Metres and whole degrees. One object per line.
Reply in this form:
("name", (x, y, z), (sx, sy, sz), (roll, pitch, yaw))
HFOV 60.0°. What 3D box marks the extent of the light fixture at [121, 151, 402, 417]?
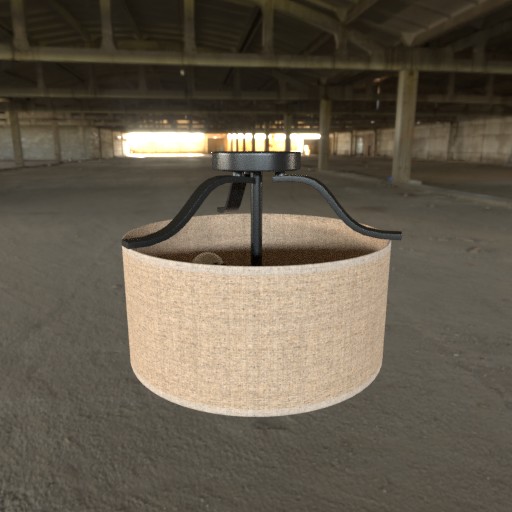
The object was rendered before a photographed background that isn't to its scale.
("light fixture", (0.000, 0.000, 0.667), (0.390, 0.306, 0.390), (0, 14, 0))
